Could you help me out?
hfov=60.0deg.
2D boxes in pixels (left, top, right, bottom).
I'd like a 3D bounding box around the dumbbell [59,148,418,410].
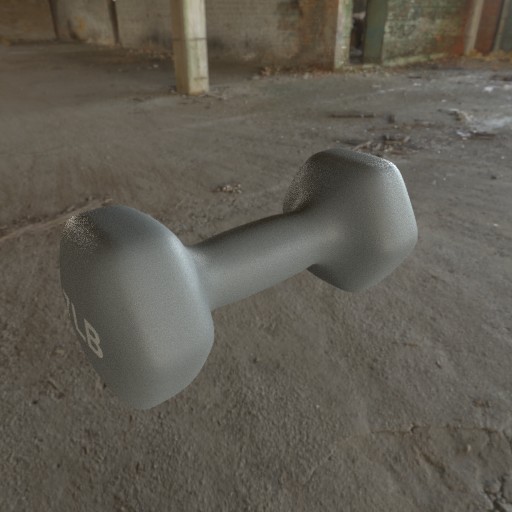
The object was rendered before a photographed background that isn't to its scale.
[{"bbox_3d":[0.000,0.000,0.230,0.184,0.081,0.090,-21,35,-33],"label":"dumbbell"}]
